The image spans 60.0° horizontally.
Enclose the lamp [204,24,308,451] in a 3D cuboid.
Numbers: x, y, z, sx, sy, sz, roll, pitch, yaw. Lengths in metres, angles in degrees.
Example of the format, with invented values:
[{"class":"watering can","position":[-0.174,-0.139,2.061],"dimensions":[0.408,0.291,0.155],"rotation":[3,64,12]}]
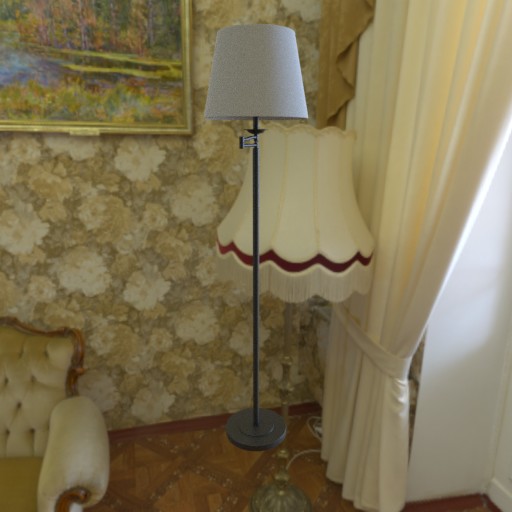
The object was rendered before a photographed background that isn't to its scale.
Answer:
[{"class":"lamp","position":[0.000,0.000,1.607],"dimensions":[0.348,1.473,0.348],"rotation":[8,17,27]}]
